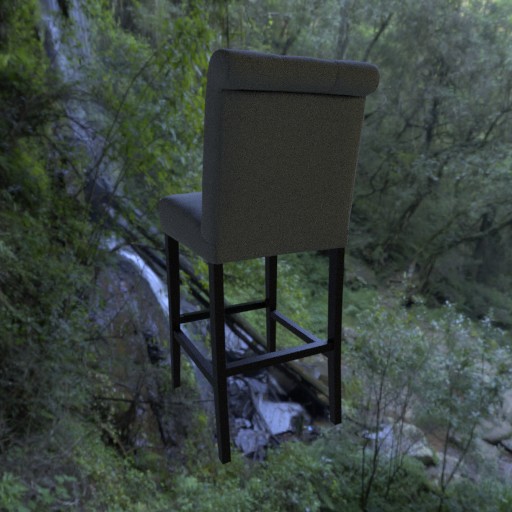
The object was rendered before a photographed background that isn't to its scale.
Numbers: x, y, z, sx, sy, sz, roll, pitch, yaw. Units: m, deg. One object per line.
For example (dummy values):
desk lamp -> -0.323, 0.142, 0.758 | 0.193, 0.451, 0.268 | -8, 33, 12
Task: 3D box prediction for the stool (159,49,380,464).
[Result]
stool -> 0.000, 0.000, 1.454 | 0.493, 1.140, 0.601 | -7, 16, -26
